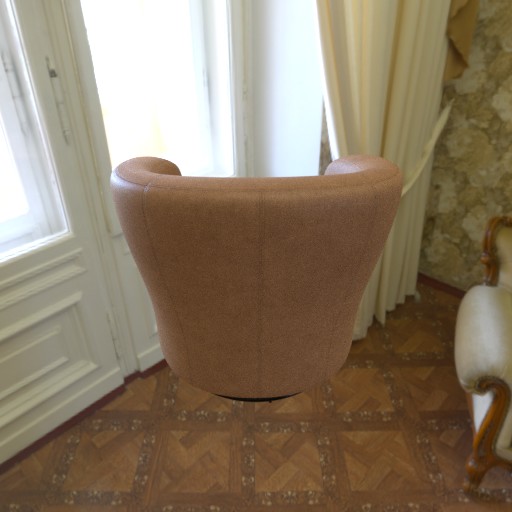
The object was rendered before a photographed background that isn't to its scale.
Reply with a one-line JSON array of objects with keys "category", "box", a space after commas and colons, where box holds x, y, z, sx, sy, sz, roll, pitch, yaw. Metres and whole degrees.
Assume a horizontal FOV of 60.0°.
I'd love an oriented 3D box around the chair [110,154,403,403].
[{"category": "chair", "box": [0.000, 0.000, 1.403, 0.791, 0.771, 0.815, -1, 31, -1]}]
